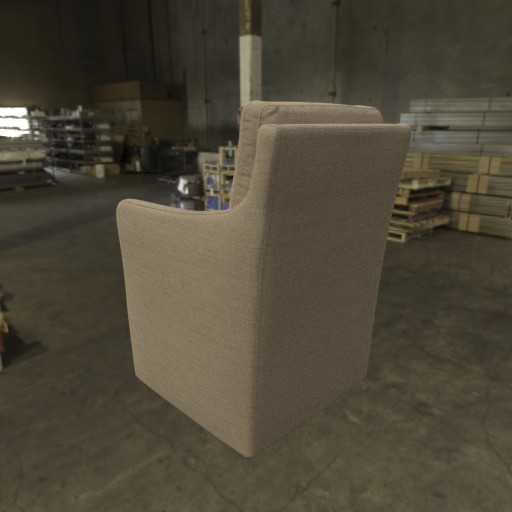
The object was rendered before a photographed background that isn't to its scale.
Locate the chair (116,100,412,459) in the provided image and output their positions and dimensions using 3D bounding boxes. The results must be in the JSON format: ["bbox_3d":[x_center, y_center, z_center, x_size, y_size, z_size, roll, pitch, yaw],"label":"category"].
[{"bbox_3d":[0.000,0.000,1.415,0.694,0.914,0.626,16,23,43],"label":"chair"}]
